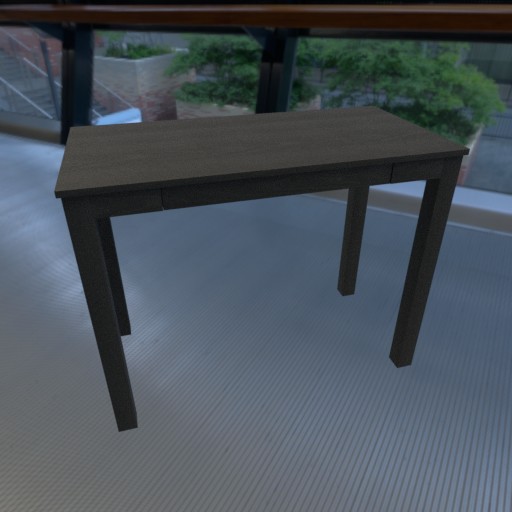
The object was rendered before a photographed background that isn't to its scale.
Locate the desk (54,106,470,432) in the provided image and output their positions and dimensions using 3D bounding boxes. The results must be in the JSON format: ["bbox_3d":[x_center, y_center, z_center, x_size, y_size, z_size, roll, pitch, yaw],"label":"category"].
[{"bbox_3d":[0.000,0.000,1.413,0.991,0.762,0.499,-8,32,-14],"label":"desk"}]
